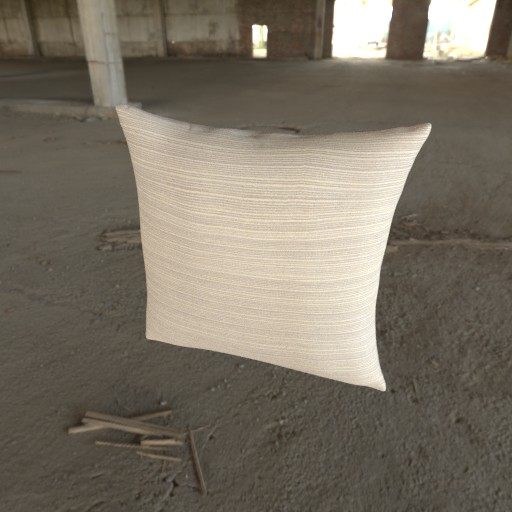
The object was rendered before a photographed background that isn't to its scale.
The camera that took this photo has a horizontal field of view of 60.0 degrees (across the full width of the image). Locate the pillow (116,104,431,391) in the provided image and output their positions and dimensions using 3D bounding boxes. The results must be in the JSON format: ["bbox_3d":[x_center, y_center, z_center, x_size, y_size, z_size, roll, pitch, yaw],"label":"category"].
[{"bbox_3d":[0.000,0.000,0.793,0.512,0.497,0.204,8,28,16],"label":"pillow"}]
